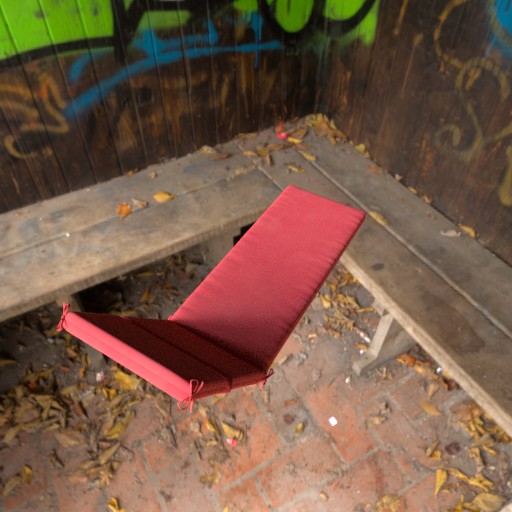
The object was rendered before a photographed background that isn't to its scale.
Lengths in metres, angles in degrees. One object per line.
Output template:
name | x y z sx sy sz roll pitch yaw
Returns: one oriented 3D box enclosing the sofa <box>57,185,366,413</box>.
sofa | 0.000 0.000 2.020 0.582 0.622 1.663 24 51 21
